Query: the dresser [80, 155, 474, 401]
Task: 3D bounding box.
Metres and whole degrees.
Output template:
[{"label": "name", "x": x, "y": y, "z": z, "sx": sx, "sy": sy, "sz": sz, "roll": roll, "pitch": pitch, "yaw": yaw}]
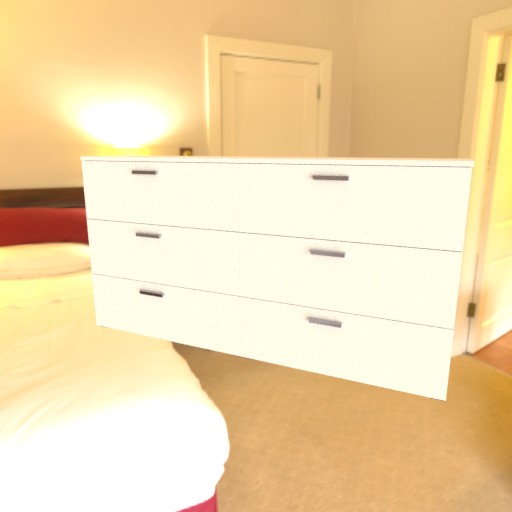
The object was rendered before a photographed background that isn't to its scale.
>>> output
[{"label": "dresser", "x": 0.000, "y": 0.000, "z": 1.823, "sx": 1.535, "sy": 0.790, "sz": 0.333, "roll": 6, "pitch": 15, "yaw": 24}]
